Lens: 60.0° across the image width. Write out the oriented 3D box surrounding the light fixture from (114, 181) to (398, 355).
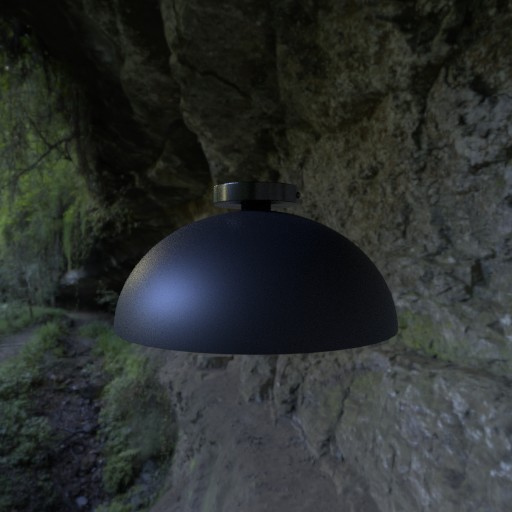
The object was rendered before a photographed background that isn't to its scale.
[{"bbox_3d":[0.000,0.000,0.579,0.355,0.177,0.355,0,0,0],"label":"light fixture"}]
